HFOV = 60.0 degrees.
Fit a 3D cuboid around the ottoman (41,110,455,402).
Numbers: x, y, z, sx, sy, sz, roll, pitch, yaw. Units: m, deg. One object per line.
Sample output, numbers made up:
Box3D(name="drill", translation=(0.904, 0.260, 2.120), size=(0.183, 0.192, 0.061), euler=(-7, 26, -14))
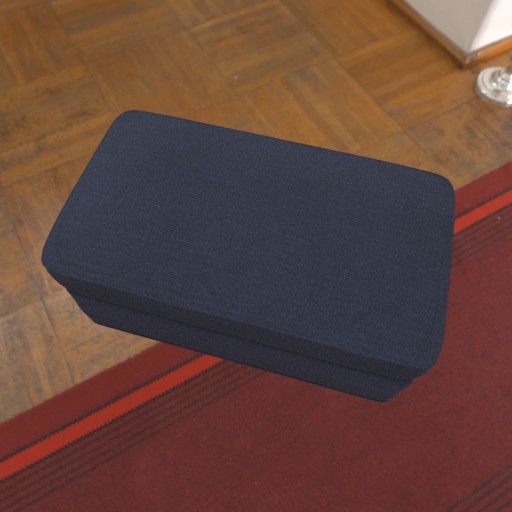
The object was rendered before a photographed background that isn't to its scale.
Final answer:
Box3D(name="ottoman", translation=(0.000, 0.000, 1.188), size=(0.895, 0.453, 0.505), euler=(14, 64, 7))
